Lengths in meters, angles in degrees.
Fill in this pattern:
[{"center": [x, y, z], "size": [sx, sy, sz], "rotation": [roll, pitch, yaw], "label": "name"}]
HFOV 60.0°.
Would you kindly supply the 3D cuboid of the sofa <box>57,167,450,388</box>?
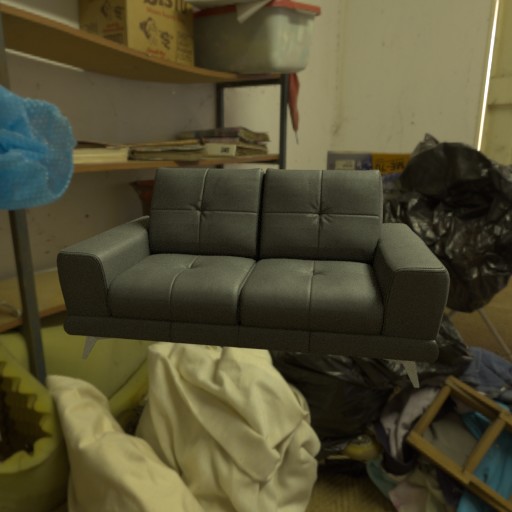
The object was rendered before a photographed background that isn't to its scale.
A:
[{"center": [0.000, 0.000, 2.430], "size": [1.806, 0.907, 1.018], "rotation": [2, 15, 9], "label": "sofa"}]
